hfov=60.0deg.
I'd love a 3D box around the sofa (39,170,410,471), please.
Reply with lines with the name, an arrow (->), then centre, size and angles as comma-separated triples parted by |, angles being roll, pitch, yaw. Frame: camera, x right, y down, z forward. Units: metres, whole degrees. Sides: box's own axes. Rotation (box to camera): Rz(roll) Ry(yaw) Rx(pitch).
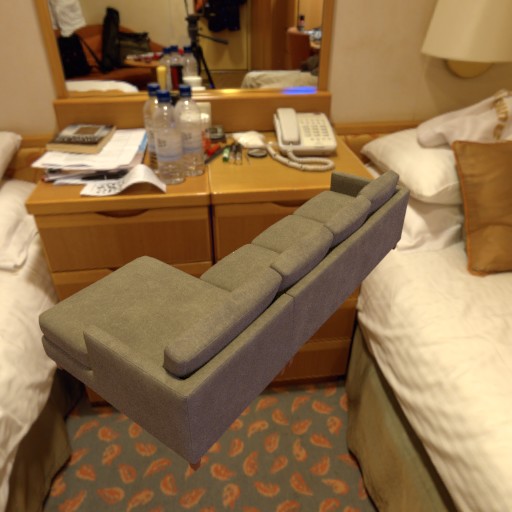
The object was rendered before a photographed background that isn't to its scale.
sofa -> 0.000, 0.000, 4.051 | 1.604, 0.950, 3.471 | 21, 38, 30
